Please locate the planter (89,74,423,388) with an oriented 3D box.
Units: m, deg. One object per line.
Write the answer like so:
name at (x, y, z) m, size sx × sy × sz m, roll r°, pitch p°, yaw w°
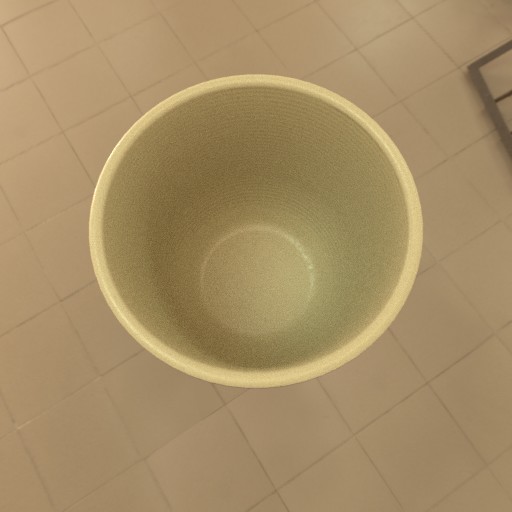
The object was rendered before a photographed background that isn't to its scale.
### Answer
planter at (0.000, 0.000, 0.297) m, size 0.170 × 0.153 × 0.170 m, roll 0°, pitch 74°, yaw 0°
